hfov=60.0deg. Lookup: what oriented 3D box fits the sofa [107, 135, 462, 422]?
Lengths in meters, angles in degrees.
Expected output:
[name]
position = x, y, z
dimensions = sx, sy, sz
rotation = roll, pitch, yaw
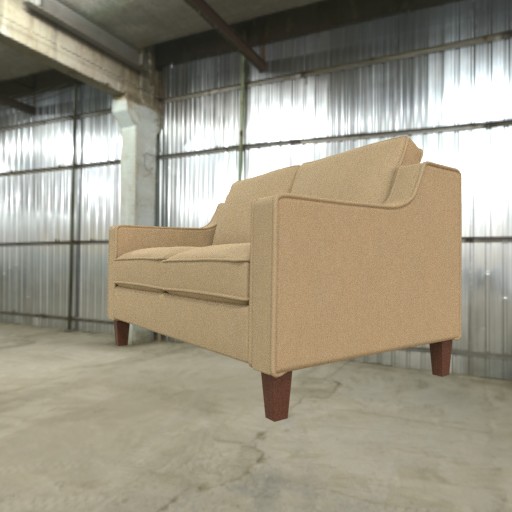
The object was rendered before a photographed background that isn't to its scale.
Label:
[sofa]
position = 0.000, 0.000, 2.112
dimensions = 0.987, 0.971, 1.501
rotation = 0, -1, -35
